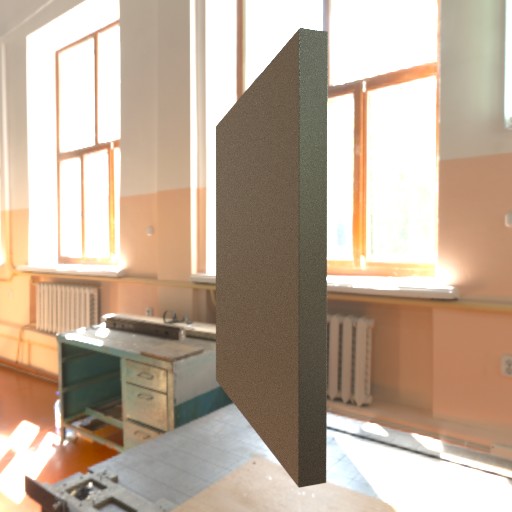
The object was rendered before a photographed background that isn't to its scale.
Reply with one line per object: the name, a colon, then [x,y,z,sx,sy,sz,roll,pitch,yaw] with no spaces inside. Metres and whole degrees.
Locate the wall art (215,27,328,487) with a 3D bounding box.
wall art: [0.000,0.000,0.749,0.038,0.549,0.452,0,1,-18]
